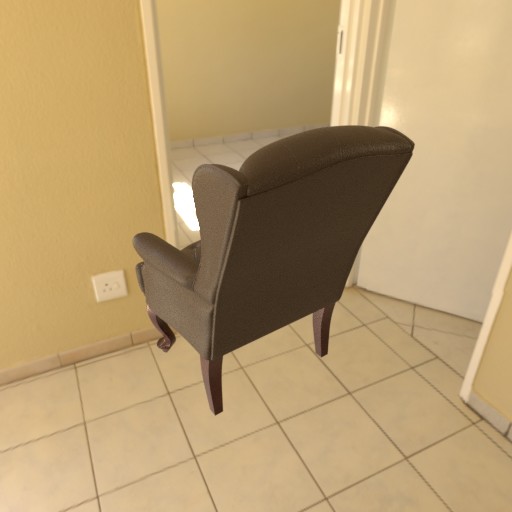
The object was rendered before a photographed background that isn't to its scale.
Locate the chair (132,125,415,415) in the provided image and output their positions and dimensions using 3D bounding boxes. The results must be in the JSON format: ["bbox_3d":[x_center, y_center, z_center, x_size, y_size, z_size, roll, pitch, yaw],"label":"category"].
[{"bbox_3d":[0.000,0.000,1.748,0.829,1.132,0.819,-20,36,-30],"label":"chair"}]
